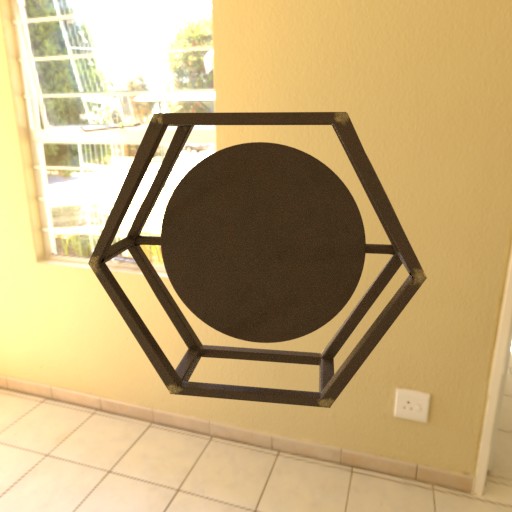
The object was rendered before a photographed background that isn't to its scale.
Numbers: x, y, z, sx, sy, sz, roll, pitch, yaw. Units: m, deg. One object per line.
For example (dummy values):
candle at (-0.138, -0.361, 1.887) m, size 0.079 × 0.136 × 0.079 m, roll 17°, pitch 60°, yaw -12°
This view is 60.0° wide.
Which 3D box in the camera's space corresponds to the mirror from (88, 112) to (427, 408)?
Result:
mirror at (0.000, 0.000, 0.548) m, size 0.380 × 0.334 × 0.119 m, roll 2°, pitch 16°, yaw 8°
